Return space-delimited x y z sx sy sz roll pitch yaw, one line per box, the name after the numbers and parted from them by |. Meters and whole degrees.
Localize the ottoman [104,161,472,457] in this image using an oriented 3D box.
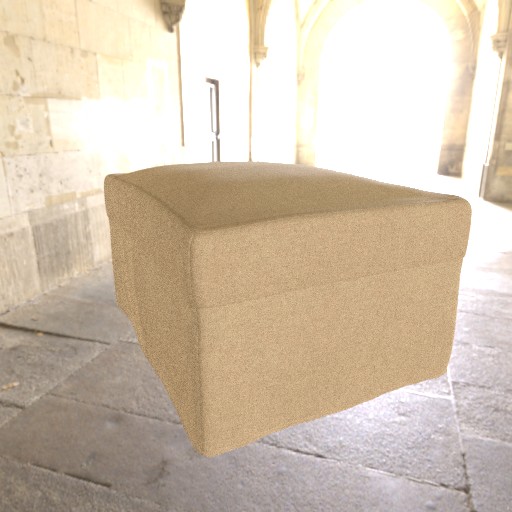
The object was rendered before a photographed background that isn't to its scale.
0.000 0.000 1.209 0.650 0.485 0.833 -9 19 -26 | ottoman
